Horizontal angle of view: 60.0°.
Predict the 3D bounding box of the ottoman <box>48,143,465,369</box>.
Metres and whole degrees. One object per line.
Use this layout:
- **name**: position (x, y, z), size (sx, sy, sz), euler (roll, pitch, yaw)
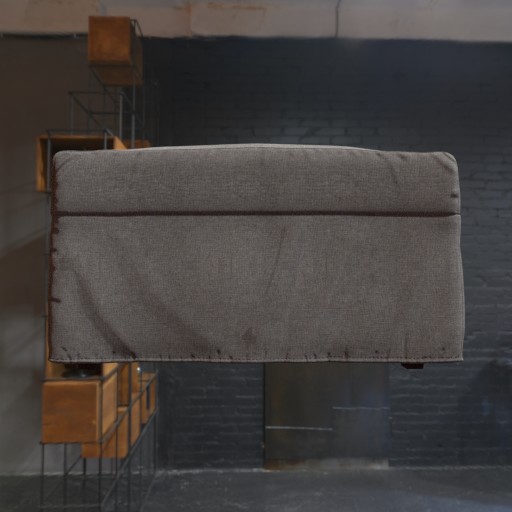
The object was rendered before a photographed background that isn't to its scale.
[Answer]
- **ottoman**: position (0.000, 0.000, 1.190), size (0.833, 0.492, 0.652), euler (0, -2, 0)
